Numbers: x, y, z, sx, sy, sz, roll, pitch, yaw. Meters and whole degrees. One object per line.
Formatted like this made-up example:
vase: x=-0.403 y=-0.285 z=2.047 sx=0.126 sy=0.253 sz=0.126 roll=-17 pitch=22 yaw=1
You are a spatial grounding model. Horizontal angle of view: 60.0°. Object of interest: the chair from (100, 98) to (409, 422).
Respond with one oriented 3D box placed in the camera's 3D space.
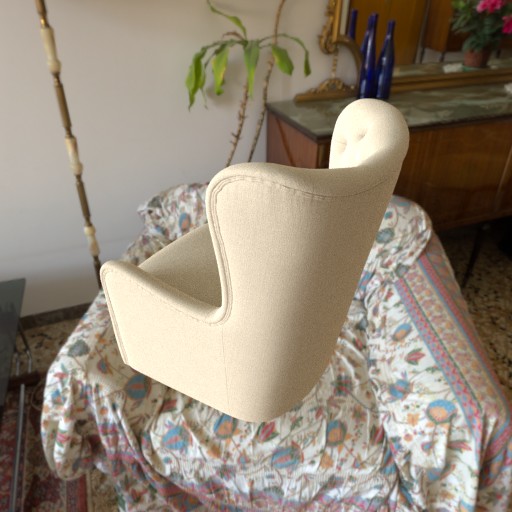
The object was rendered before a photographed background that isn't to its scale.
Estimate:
chair: x=0.000 y=0.000 z=1.699 sx=0.929 sy=1.079 sz=0.831 roll=19 pitch=37 yaw=28
